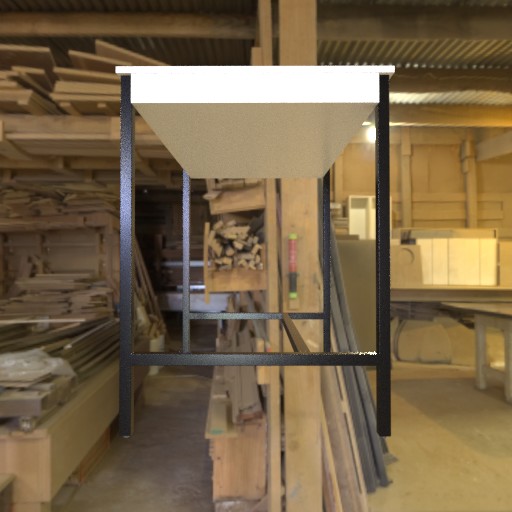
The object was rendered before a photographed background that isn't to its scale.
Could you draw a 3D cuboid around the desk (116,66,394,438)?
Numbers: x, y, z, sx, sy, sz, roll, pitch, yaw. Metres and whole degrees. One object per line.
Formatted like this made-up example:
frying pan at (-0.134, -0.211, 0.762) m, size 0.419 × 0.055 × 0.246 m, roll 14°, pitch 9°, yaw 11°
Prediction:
desk at (0.000, 0.000, 1.309) m, size 0.573 × 0.766 × 0.811 m, roll 0°, pitch -1°, yaw 0°
